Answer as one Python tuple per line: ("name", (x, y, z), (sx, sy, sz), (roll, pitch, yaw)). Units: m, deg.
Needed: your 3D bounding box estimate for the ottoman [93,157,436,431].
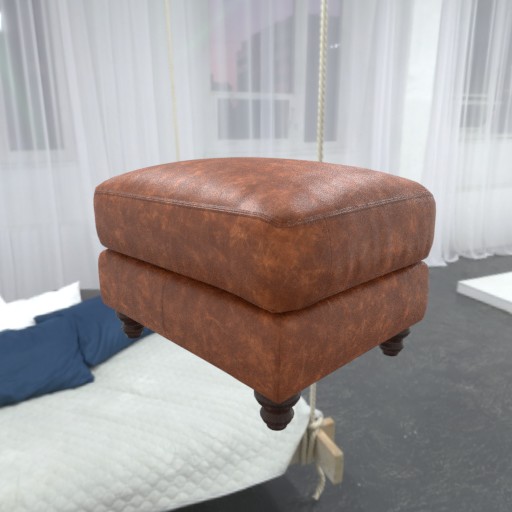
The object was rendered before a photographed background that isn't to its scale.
("ottoman", (0.000, 0.000, 1.298), (0.657, 0.562, 0.832), (-14, 21, -42))
